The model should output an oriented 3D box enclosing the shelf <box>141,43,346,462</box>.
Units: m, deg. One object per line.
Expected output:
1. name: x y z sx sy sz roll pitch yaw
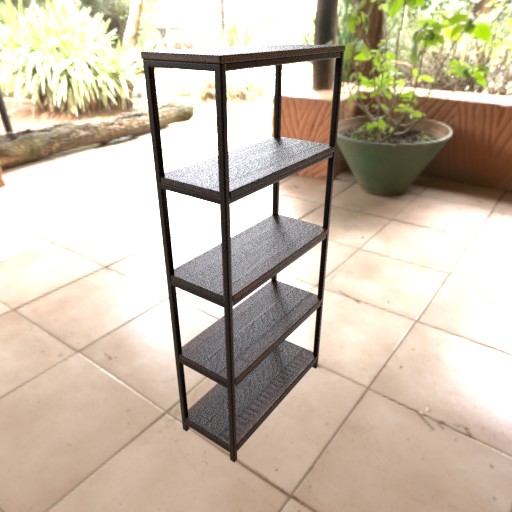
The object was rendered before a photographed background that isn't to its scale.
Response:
1. shelf: 0.000 0.000 2.190 0.359 1.860 0.874 18 33 31
